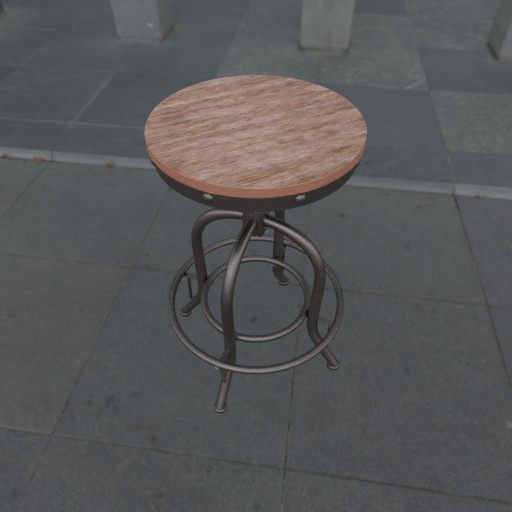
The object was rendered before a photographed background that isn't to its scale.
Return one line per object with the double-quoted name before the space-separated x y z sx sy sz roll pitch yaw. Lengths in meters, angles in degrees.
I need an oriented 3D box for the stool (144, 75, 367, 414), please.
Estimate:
"stool" 0.000 0.000 0.921 0.439 0.609 0.439 17 48 16
